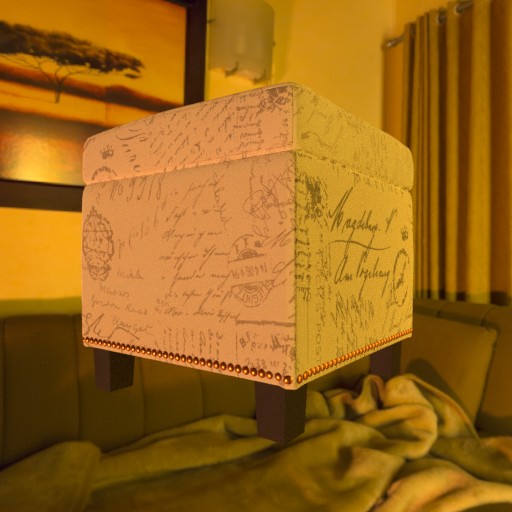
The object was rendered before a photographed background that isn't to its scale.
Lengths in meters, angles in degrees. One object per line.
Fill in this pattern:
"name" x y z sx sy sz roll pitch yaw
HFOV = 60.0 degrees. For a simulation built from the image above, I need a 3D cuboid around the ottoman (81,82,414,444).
"ottoman" 0.000 0.000 0.817 0.449 0.457 0.450 0 0 37
